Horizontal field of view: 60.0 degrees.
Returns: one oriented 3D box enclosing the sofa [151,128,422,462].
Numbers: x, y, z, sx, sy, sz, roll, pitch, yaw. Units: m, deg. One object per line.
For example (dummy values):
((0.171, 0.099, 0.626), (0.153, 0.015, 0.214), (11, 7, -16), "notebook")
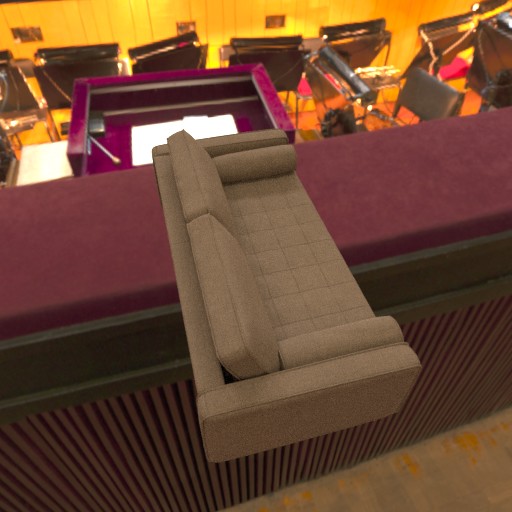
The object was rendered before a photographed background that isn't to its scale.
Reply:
((0.000, 0.000, 2.417), (0.914, 0.762, 1.879), (-11, 47, -10), "sofa")
